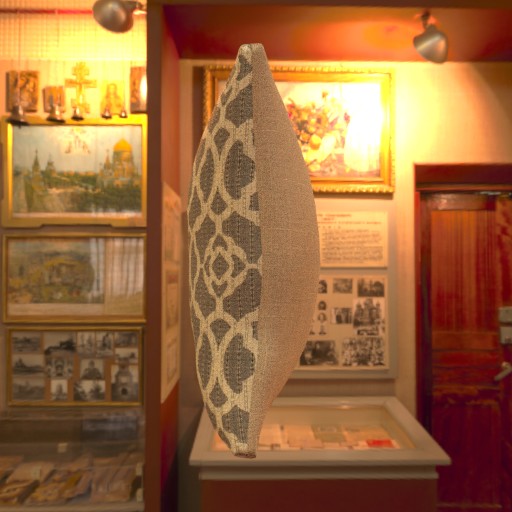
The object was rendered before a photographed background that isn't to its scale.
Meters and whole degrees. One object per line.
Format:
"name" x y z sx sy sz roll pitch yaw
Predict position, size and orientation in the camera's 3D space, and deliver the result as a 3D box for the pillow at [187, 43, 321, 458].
"pillow" 0.000 0.000 0.774 0.215 0.498 0.508 0 -2 1
